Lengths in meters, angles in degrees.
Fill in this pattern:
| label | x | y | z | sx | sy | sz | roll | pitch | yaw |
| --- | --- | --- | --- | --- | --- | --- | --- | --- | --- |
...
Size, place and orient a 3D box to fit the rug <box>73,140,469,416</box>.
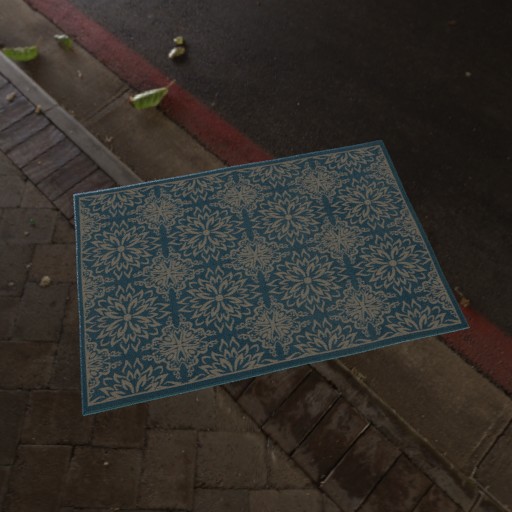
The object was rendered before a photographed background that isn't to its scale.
| label | x | y | z | sx | sy | sz | roll | pitch | yaw |
| --- | --- | --- | --- | --- | --- | --- | --- | --- | --- |
| rug | 0.000 | 0.000 | 2.312 | 1.833 | 0.012 | 1.211 | -11 | 63 | -6 |
